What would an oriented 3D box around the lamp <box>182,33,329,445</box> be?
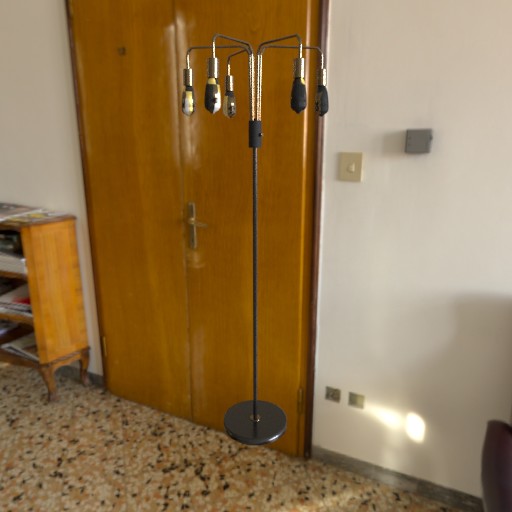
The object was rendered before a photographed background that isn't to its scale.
[{"bbox_3d":[0.000,0.000,1.970,0.599,1.721,0.572,-2,16,-8],"label":"lamp"}]
